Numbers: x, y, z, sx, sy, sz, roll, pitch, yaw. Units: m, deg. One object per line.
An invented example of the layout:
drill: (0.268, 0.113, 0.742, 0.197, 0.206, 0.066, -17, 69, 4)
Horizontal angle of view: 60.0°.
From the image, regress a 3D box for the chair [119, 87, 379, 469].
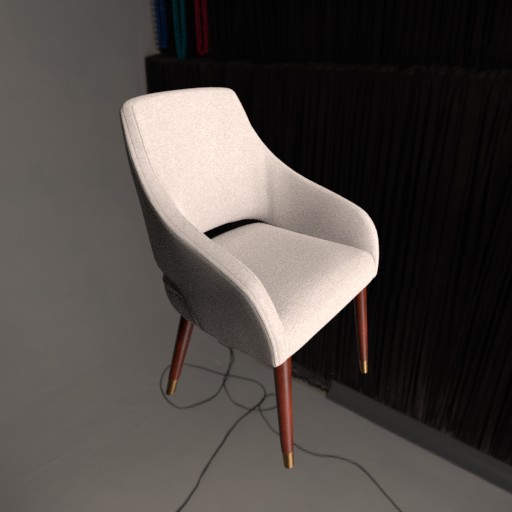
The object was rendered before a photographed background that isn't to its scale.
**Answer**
chair: (0.000, 0.000, 1.313, 0.600, 0.889, 0.609, 19, 32, 33)
